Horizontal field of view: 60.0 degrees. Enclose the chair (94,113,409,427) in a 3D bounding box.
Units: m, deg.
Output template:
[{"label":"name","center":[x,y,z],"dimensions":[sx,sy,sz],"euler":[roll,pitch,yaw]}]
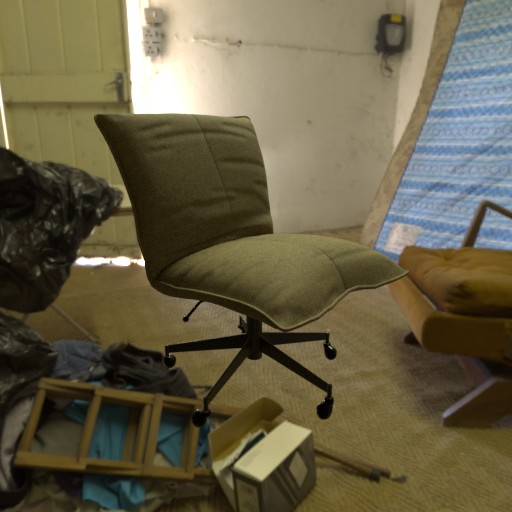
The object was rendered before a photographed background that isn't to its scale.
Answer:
[{"label":"chair","center":[0.000,0.000,1.292],"dimensions":[0.696,0.811,0.597],"euler":[15,21,43]}]
